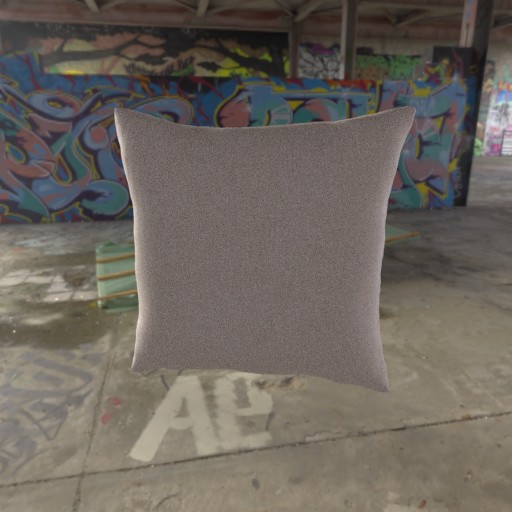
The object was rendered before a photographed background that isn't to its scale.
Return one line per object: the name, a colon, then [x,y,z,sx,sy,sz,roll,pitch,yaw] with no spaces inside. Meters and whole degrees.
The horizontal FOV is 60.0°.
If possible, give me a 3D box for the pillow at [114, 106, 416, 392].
pillow: [0.000,0.000,0.683,0.433,0.436,0.173,3,17,9]
